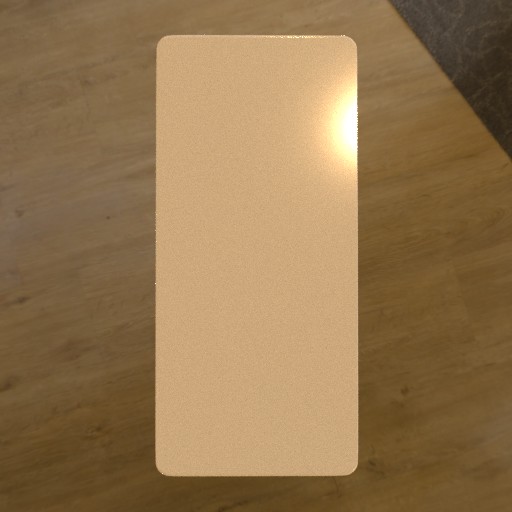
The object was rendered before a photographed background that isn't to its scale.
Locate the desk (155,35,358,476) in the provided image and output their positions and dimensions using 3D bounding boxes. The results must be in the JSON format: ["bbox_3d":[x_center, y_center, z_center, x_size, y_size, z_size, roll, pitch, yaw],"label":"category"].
[{"bbox_3d":[0.000,0.000,1.586,0.550,0.760,1.200,0,89,0],"label":"desk"}]
